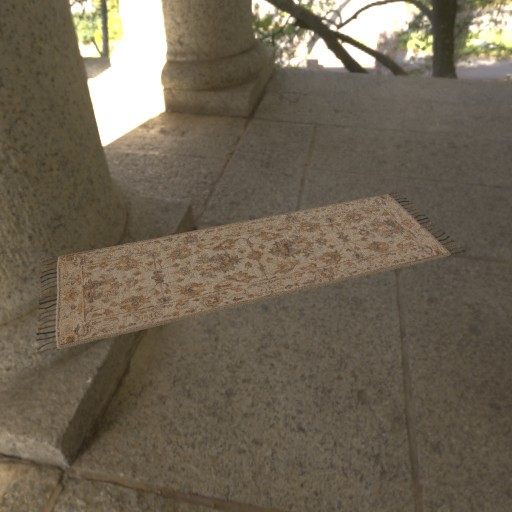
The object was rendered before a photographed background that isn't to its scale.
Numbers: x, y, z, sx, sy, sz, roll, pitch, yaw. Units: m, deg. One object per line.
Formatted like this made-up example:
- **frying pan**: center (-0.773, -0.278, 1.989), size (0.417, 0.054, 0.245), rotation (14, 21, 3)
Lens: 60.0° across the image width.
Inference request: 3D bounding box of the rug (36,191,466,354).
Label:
- **rug**: center (0.000, 0.000, 2.642), size (2.438, 0.021, 0.729), rotation (-12, 41, -14)
